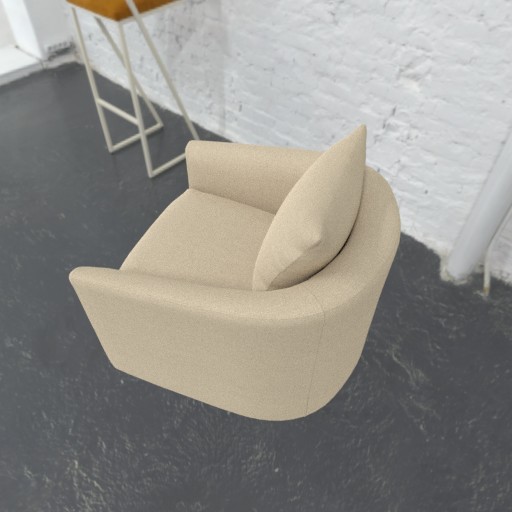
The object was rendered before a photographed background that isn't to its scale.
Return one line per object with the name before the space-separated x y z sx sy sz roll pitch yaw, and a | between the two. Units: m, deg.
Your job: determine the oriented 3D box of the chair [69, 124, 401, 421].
chair | 0.000 0.000 1.589 0.910 0.848 0.845 15 48 14
